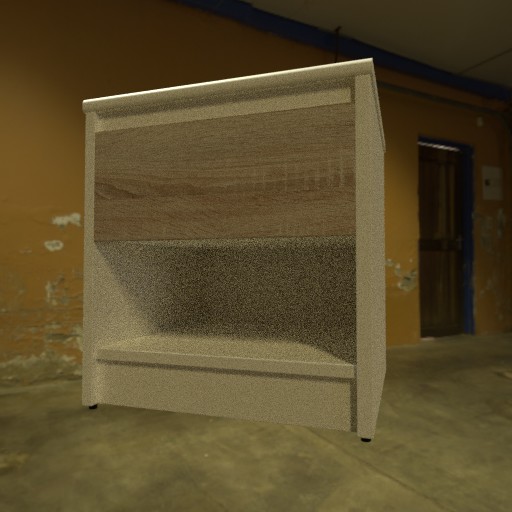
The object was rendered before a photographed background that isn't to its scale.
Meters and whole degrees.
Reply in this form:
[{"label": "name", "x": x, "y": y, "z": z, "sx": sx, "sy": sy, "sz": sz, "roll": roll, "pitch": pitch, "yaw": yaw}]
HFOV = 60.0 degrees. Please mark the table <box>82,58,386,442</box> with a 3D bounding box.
[{"label": "table", "x": 0.000, "y": 0.000, "z": 0.768, "sx": 0.420, "sy": 0.460, "sz": 0.380, "roll": -1, "pitch": -2, "yaw": 18}]
